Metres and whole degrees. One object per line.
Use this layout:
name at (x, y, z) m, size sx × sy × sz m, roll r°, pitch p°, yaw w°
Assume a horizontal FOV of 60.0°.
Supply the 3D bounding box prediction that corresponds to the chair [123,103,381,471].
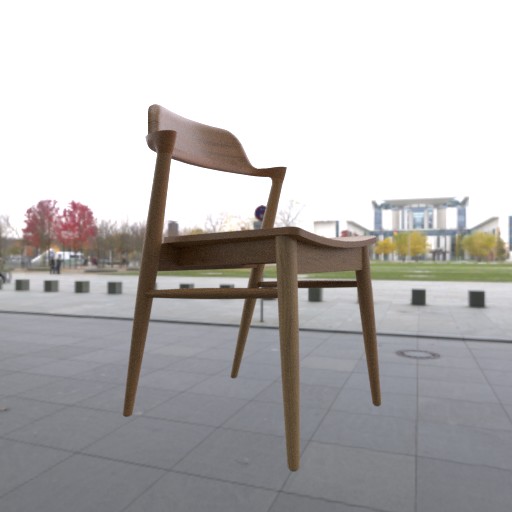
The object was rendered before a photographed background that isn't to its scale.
chair at (0.000, 0.000, 1.135) m, size 0.499 × 0.792 × 0.512 m, roll 0°, pitch 0°, yaw 35°
